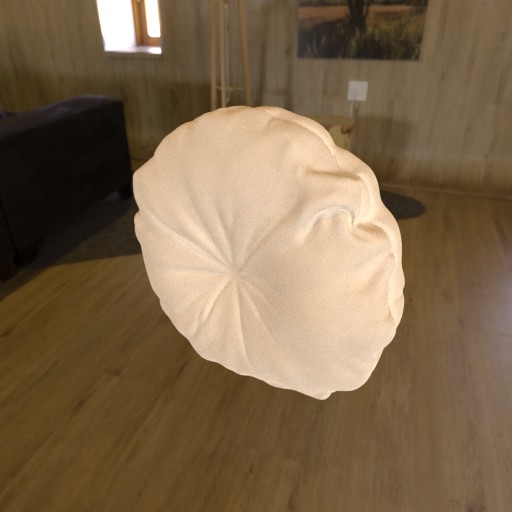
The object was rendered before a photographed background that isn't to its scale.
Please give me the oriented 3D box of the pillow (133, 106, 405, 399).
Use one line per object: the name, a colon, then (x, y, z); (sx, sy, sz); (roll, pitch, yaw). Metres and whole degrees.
pillow: (0.000, 0.000, 0.631); (0.428, 0.407, 0.148); (19, 34, 30)
